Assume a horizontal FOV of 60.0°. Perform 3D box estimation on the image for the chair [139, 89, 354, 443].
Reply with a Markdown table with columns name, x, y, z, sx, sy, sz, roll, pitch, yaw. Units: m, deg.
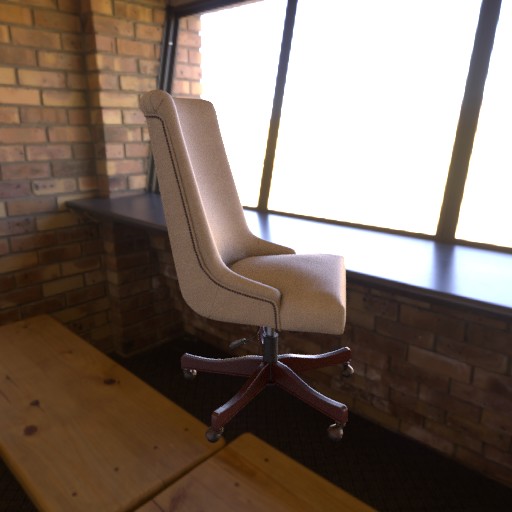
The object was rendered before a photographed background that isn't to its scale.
| name | x | y | z | sx | sy | sz | roll | pitch | yaw |
| --- | --- | --- | --- | --- | --- | --- | --- | --- | --- |
| chair | 0.000 | 0.000 | 1.467 | 0.696 | 1.010 | 0.645 | 3 | 16 | 11 |
